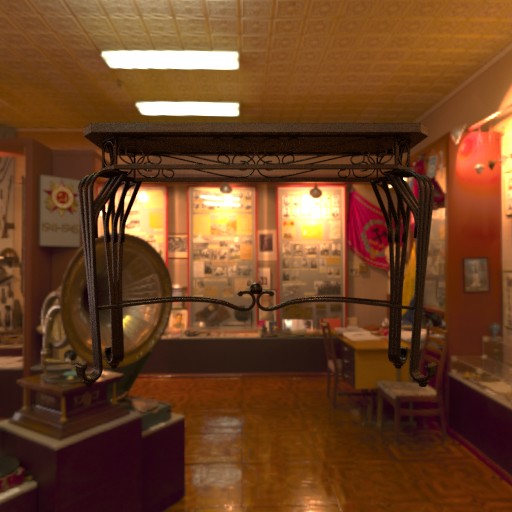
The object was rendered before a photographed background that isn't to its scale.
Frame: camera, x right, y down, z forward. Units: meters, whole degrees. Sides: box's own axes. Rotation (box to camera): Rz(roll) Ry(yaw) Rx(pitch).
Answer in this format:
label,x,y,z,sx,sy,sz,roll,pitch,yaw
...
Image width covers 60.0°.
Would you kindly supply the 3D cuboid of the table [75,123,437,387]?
label,x,y,z,sx,sy,sz,roll,pitch,yaw
table,0.000,0.000,1.479,1.112,0.800,0.329,0,-1,0
